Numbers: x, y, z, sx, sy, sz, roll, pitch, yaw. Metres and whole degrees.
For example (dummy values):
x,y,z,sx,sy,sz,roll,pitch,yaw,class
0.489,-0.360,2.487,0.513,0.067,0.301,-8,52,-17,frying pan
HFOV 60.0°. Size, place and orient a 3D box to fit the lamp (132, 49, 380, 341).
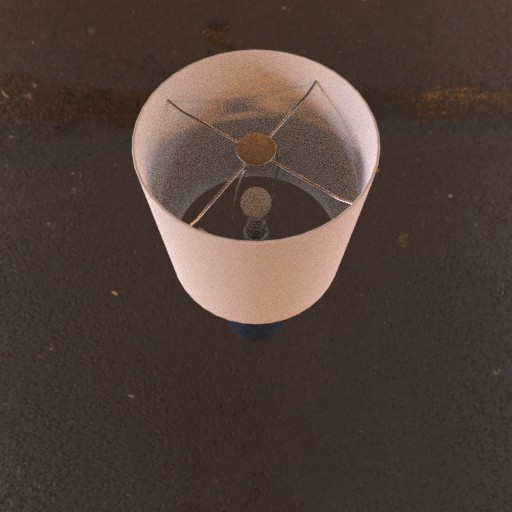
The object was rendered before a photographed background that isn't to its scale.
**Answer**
x,y,z,sx,sy,sz,roll,pitch,yaw,class
0.000,0.000,0.577,0.207,0.461,0.207,32,68,15,lamp
